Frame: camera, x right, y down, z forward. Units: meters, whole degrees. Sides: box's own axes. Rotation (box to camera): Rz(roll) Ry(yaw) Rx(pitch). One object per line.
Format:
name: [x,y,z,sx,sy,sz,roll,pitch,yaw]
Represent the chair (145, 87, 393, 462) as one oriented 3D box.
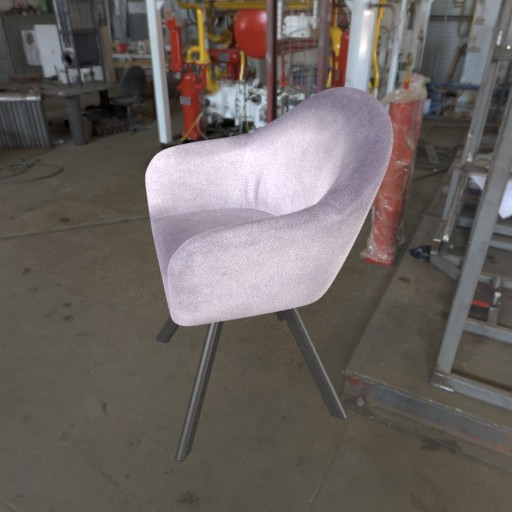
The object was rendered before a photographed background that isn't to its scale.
chair: [0.000,0.000,1.123,0.540,0.780,0.570,-8,31,-14]
